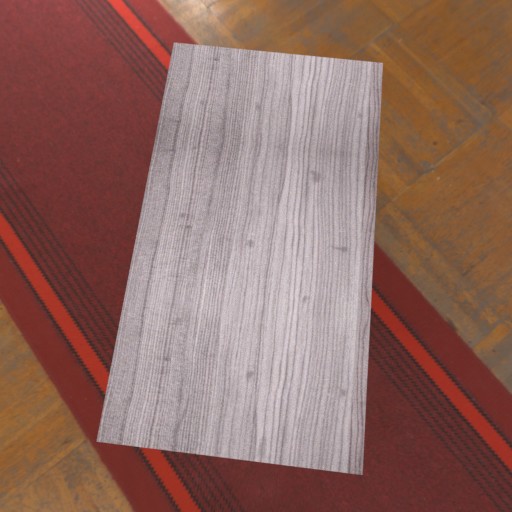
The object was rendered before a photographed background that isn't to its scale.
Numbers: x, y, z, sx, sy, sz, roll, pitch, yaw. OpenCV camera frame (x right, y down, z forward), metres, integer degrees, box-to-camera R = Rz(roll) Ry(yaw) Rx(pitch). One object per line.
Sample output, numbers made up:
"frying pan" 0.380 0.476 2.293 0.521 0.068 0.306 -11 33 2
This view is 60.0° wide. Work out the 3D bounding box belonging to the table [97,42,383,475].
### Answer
"table" 0.000 0.000 2.012 0.881 0.736 1.579 6 75 2
